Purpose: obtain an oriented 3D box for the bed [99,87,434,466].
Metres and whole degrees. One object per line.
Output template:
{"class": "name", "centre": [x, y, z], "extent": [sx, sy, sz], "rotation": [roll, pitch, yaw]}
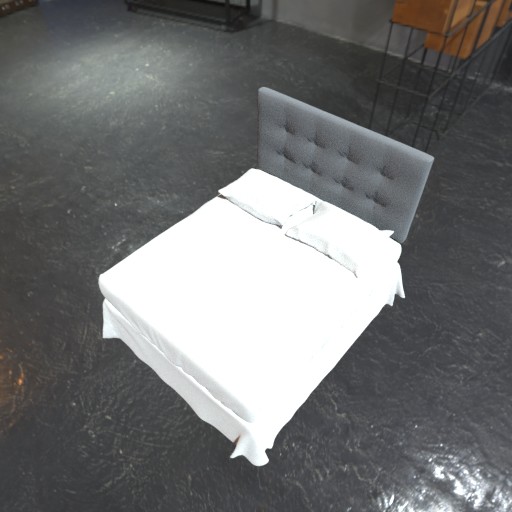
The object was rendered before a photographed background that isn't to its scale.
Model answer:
{"class": "bed", "centre": [0.000, 0.000, 3.576], "extent": [1.936, 1.577, 2.222], "rotation": [33, 55, 26]}
